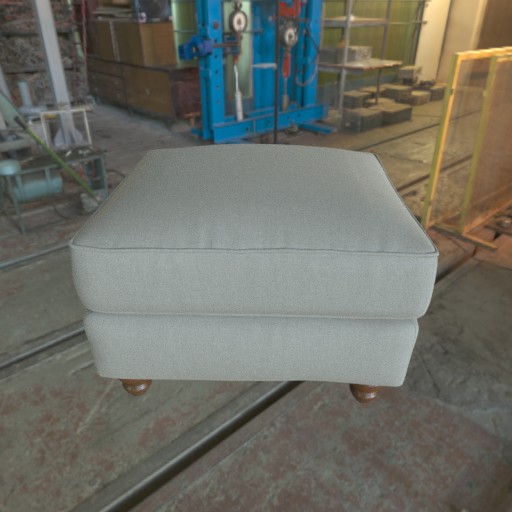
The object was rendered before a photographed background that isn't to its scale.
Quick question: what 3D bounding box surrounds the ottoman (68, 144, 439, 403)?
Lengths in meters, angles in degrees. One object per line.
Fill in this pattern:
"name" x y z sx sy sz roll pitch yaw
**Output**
"ottoman" 0.000 0.000 1.164 0.716 0.505 0.662 1 30 2
